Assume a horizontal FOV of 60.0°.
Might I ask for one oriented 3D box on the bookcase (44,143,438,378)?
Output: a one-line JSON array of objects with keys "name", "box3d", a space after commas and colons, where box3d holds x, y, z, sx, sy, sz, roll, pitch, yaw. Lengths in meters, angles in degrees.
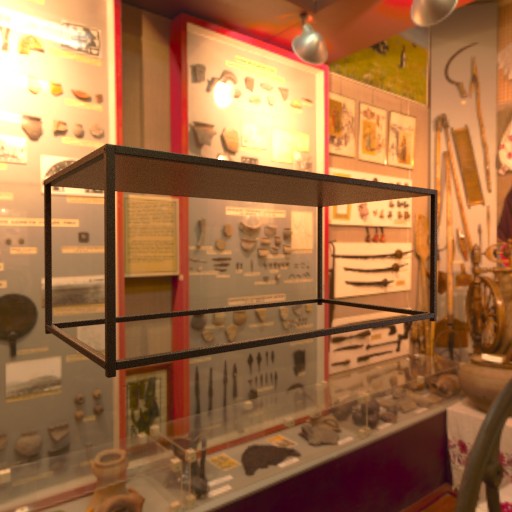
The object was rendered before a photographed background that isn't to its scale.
[{"name": "bookcase", "box3d": [0.000, 0.000, 1.249, 1.000, 0.400, 0.500, -1, 1, -37]}]
